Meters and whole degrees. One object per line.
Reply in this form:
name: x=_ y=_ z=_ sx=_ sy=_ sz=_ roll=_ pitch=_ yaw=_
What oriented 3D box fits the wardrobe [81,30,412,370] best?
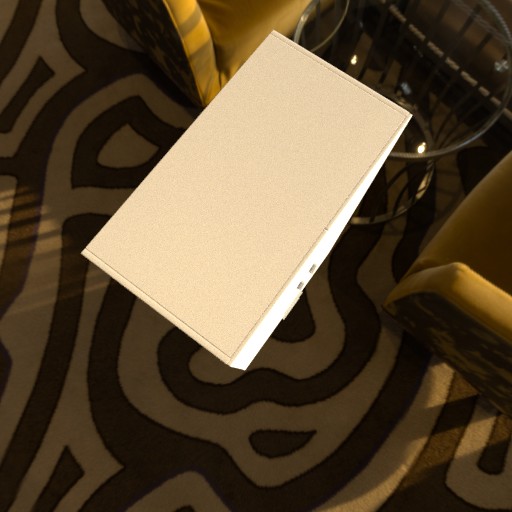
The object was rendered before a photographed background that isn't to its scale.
wardrobe: x=0.000 y=0.000 z=2.257 sx=0.577 sy=1.808 sz=0.991 roll=35 pitch=78 yaw=9
